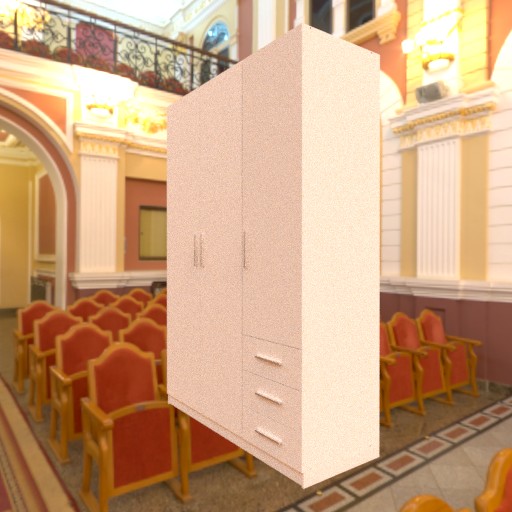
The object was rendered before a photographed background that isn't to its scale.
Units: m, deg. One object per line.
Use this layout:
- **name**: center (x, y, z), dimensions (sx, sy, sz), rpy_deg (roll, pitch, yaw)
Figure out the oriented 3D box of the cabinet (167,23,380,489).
- **cabinet**: center (0.000, 0.000, 2.476), dimensions (0.510, 1.910, 1.290), rpy_deg (0, 0, -36)
